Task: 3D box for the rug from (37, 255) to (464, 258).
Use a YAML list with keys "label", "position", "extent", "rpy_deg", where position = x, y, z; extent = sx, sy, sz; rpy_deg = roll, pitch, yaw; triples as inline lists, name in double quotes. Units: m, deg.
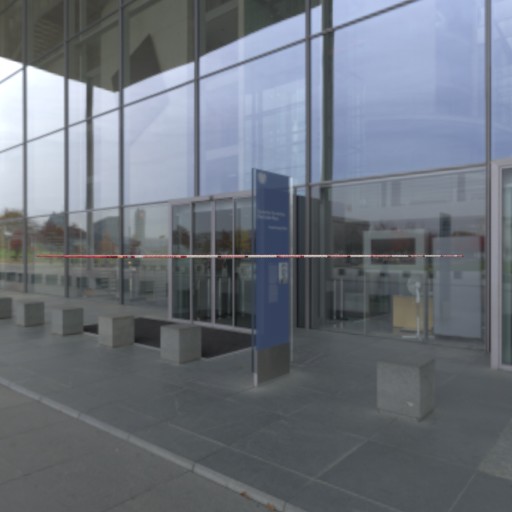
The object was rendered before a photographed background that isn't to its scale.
- label: "rug"
  position: [0.000, 0.000, 2.965]
  extent: [2.431, 0.010, 1.535]
  rpy_deg: [0, 0, -35]
